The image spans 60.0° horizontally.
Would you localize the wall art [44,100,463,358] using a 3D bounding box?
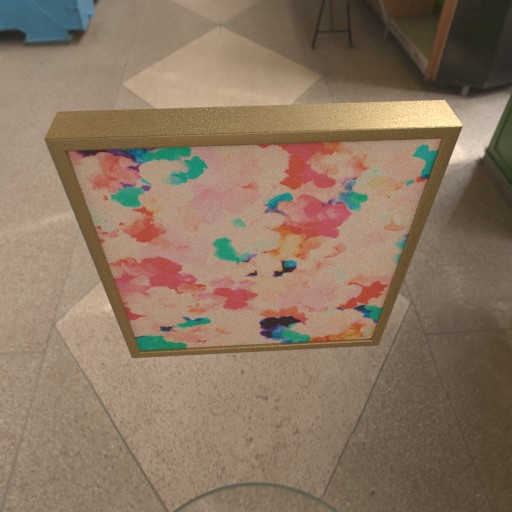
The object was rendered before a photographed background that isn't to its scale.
[{"bbox_3d":[0.000,0.000,0.446,0.304,0.305,0.038,-2,47,-2],"label":"wall art"}]
